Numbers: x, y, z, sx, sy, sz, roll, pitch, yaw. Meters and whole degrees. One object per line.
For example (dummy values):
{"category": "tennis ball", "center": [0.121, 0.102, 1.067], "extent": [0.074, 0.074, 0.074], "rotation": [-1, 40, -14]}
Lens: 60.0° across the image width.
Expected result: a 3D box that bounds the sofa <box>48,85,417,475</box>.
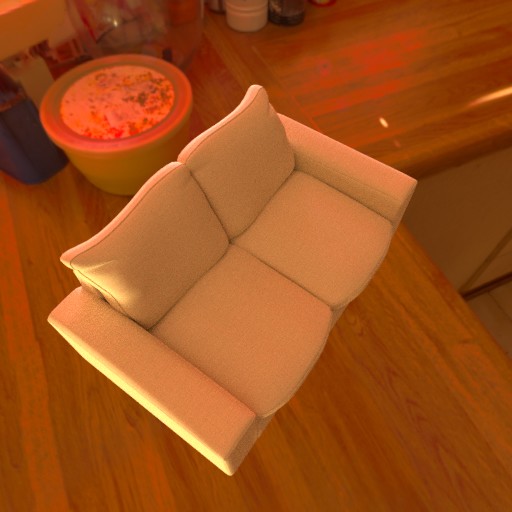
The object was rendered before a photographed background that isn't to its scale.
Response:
{"category": "sofa", "center": [0.000, 0.000, 2.296], "extent": [1.091, 0.875, 1.754], "rotation": [31, 63, 18]}
